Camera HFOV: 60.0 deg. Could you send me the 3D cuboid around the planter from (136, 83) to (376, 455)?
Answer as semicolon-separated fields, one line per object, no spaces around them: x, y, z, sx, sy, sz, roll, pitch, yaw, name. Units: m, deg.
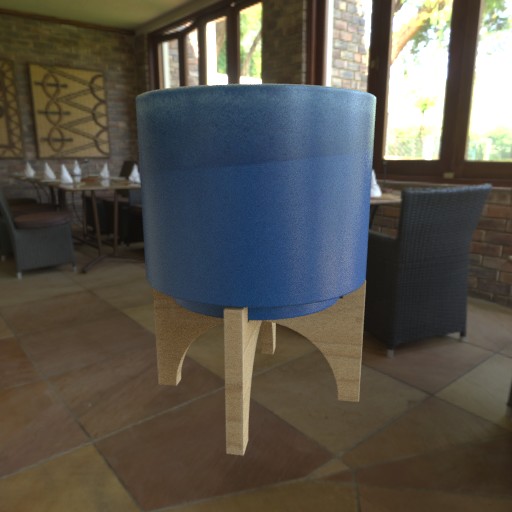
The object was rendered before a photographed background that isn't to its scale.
0.000;0.000;0.396;0.192;0.263;0.192;0;13;0;planter
